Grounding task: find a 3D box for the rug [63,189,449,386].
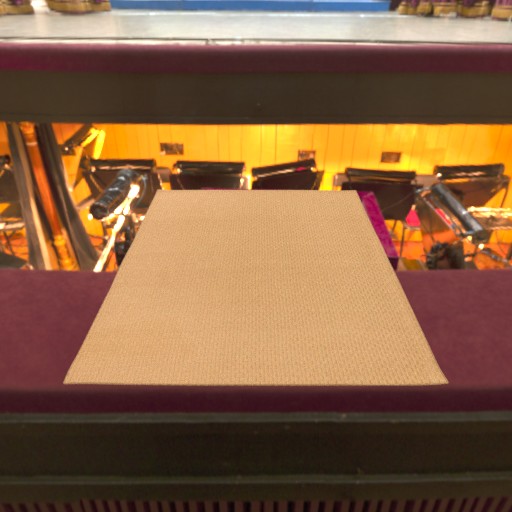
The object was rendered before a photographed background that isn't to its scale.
[{"bbox_3d":[0.000,0.000,3.840,2.277,0.035,2.897,0,32,0],"label":"rug"}]
